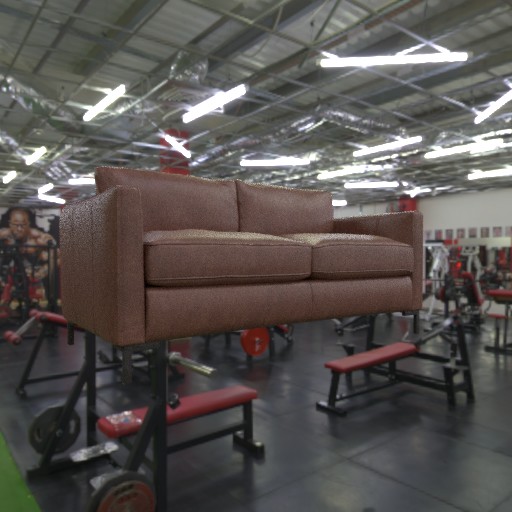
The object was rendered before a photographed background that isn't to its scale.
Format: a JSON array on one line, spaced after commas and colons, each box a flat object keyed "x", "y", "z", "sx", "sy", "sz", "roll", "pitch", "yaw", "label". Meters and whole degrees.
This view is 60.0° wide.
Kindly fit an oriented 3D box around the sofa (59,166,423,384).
[{"x": 0.000, "y": 0.000, "z": 2.345, "sx": 1.797, "sy": 0.883, "sz": 0.899, "roll": 0, "pitch": 0, "yaw": -36, "label": "sofa"}]
